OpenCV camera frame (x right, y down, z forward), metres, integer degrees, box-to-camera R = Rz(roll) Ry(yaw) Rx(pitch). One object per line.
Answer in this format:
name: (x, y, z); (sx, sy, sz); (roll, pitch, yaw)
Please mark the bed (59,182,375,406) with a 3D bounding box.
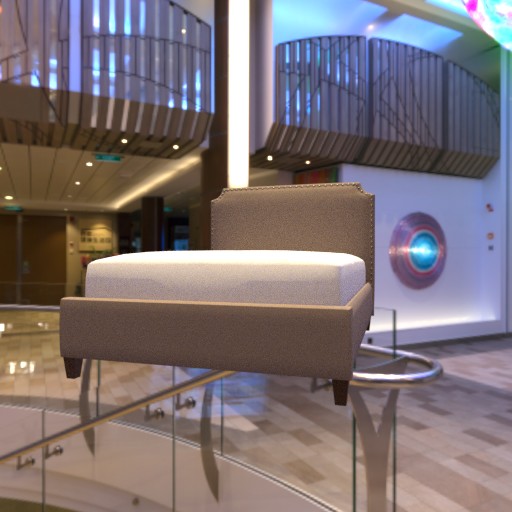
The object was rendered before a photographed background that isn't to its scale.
bed: (0.000, 0.000, 3.471); (1.713, 1.443, 2.372); (0, 0, 17)
